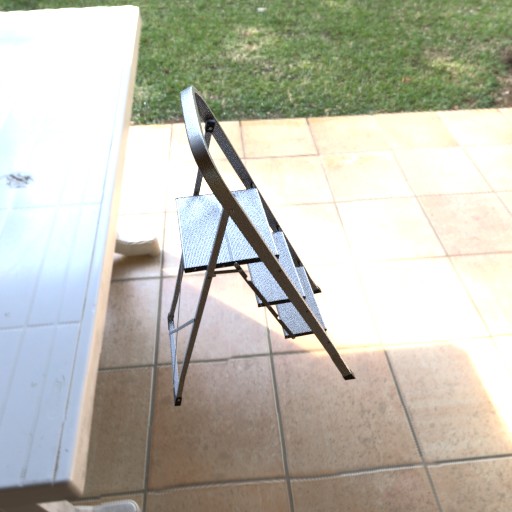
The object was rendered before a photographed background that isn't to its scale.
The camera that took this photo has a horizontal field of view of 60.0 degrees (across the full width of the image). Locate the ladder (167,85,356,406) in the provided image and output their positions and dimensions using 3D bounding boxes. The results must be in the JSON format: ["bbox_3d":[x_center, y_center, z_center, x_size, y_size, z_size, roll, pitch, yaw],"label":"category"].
[{"bbox_3d":[0.000,0.000,1.455,0.704,1.070,0.465,-8,47,-8],"label":"ladder"}]
